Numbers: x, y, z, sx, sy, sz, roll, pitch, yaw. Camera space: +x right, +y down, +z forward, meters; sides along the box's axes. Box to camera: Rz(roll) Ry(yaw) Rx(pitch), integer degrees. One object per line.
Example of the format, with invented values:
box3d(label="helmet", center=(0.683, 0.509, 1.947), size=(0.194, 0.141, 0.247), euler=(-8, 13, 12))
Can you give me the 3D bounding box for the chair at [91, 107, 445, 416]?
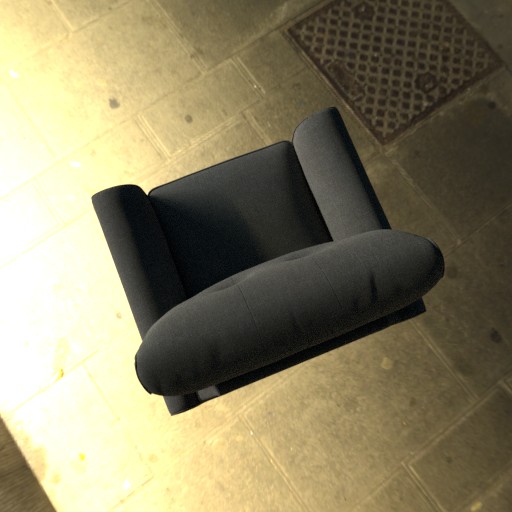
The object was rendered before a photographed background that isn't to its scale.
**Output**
box3d(label="chair", center=(0.000, 0.000, 1.612), size=(0.941, 0.890, 0.816), euler=(-21, 79, -4))
